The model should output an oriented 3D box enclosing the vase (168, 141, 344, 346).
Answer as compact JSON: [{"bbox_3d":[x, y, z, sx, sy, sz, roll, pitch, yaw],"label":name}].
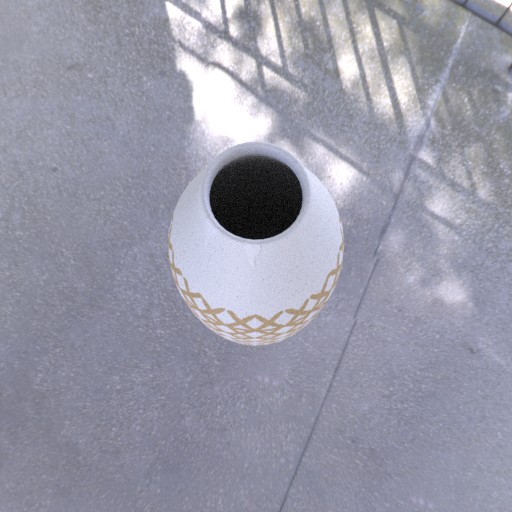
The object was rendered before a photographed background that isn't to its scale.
[{"bbox_3d":[0.000,0.000,0.484,0.186,0.380,0.186,0,77,0],"label":"vase"}]
